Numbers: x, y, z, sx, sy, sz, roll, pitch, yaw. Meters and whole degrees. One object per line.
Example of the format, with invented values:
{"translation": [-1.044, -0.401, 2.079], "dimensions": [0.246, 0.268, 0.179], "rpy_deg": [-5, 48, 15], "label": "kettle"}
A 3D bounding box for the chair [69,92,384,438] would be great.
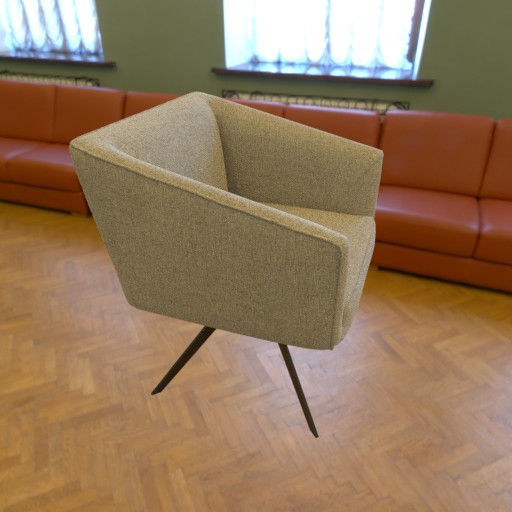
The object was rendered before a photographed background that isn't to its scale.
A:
{"translation": [0.000, 0.000, 1.262], "dimensions": [0.623, 0.760, 0.628], "rpy_deg": [10, 32, 17], "label": "chair"}
